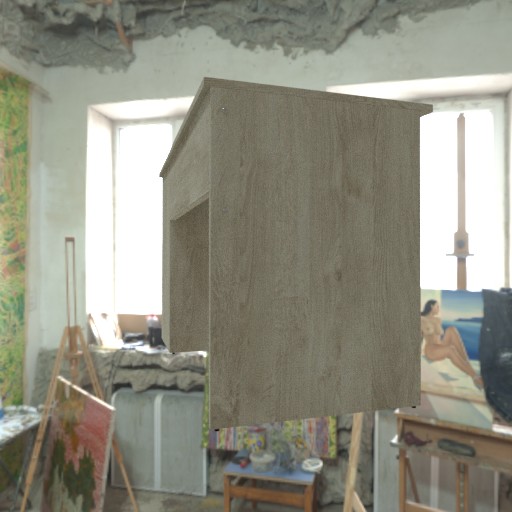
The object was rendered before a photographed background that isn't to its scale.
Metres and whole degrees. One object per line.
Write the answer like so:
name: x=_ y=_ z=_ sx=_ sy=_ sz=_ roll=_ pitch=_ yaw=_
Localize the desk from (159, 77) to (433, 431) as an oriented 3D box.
desk: x=0.000 y=0.000 z=1.511 sx=0.560 sy=0.730 sz=1.096 roll=0 pitch=0 yaw=-17
